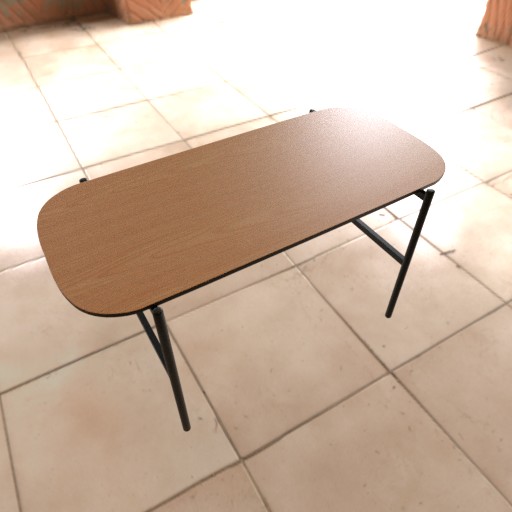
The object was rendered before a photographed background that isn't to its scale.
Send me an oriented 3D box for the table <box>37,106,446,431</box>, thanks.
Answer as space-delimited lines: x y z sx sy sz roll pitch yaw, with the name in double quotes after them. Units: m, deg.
0.000 0.000 1.009 0.800 0.400 0.400 -23 49 -22 "table"
